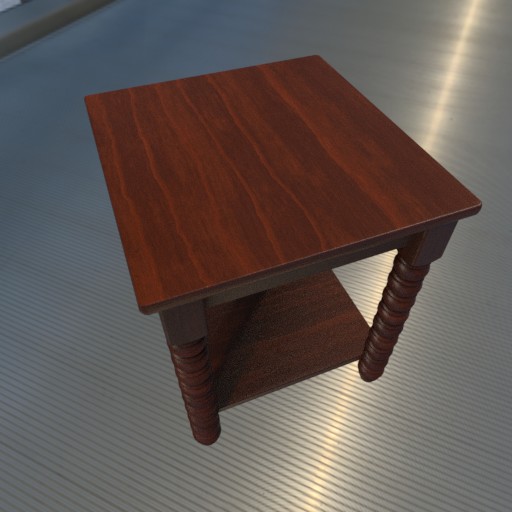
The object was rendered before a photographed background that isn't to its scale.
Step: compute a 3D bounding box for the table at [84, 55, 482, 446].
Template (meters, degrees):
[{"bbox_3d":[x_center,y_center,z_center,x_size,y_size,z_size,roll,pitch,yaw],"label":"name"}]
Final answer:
[{"bbox_3d":[0.000,0.000,0.949,0.500,0.567,0.533,-16,50,-14],"label":"table"}]
